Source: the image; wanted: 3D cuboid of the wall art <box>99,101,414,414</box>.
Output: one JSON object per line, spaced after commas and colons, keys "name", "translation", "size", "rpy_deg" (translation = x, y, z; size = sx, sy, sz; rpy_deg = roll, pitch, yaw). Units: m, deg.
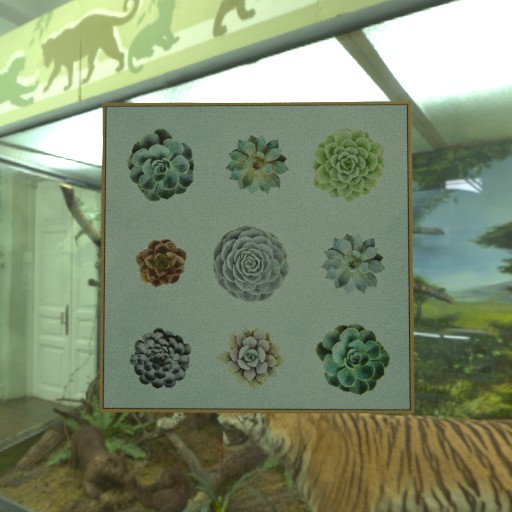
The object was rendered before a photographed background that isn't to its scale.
{"name": "wall art", "translation": [0.000, 0.000, 1.372], "size": [0.962, 0.959, 0.013], "rpy_deg": [0, -2, 1]}
